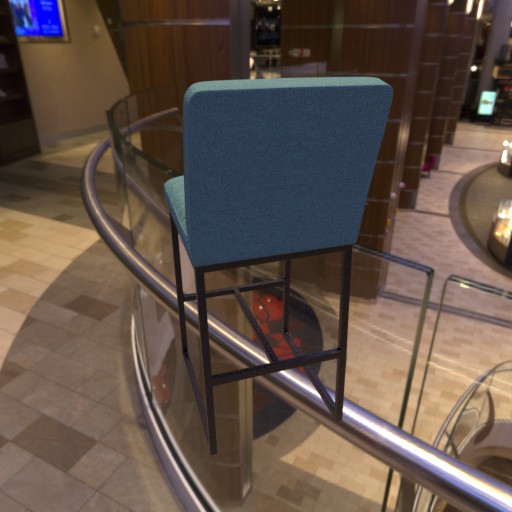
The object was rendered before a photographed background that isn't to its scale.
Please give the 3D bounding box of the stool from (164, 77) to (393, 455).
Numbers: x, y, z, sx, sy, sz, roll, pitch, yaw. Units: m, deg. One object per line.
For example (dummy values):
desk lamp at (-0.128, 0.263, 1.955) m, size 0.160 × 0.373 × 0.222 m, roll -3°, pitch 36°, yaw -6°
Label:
stool at (0.000, 0.000, 1.349) m, size 0.460 × 1.040 × 0.560 m, roll -8°, pitch 27°, yaw -16°
